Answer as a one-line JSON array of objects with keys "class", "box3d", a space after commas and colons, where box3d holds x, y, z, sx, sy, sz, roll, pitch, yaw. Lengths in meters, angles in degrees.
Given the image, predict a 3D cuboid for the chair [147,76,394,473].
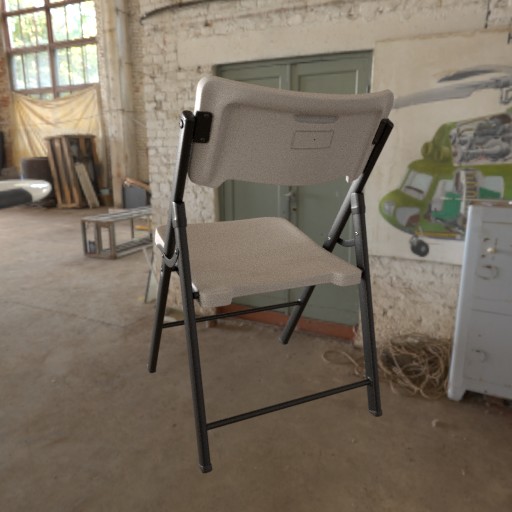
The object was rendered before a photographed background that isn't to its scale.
[{"class": "chair", "box3d": [0.000, 0.000, 1.120, 0.482, 0.765, 0.577, -6, 15, -25]}]
